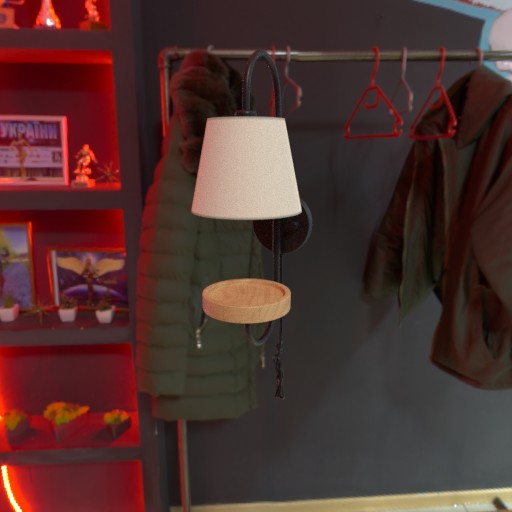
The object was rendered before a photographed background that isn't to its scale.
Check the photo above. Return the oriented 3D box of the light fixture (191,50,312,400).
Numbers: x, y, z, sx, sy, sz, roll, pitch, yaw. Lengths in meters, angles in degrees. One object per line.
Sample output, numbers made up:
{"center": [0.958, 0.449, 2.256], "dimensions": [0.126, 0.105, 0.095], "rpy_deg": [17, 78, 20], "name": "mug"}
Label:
{"center": [0.000, 0.000, 0.948], "dimensions": [0.220, 0.821, 0.299], "rpy_deg": [8, 16, 27], "name": "light fixture"}
